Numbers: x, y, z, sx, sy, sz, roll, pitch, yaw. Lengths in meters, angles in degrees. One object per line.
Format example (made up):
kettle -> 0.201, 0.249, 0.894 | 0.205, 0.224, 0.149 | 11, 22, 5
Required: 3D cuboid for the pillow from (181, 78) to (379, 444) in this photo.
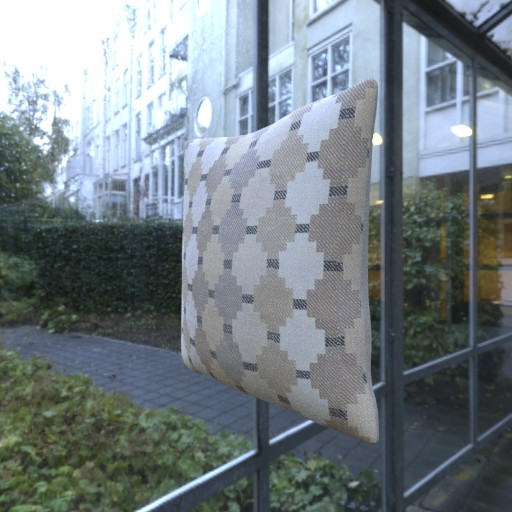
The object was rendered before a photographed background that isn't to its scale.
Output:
pillow -> 0.000, 0.000, 0.876 | 0.192, 0.558, 0.578 | 0, 1, -38
